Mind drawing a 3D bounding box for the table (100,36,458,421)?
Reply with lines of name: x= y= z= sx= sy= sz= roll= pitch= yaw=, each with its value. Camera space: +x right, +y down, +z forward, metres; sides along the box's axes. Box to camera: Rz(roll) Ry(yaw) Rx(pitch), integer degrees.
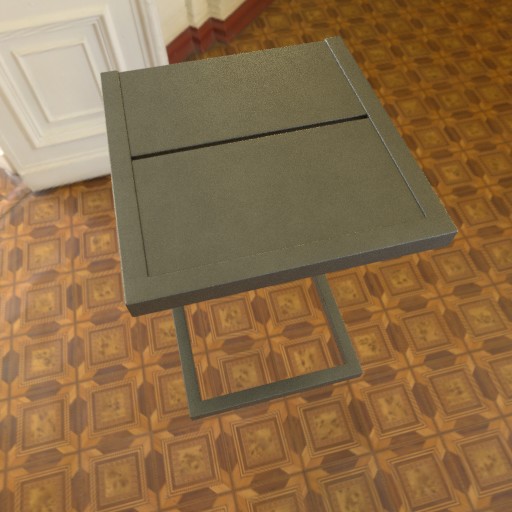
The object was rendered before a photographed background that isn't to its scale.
table: x=0.000 y=0.000 z=0.880 sx=0.405 sy=0.609 sz=0.420 roll=-12 pitch=59 yaw=-7
